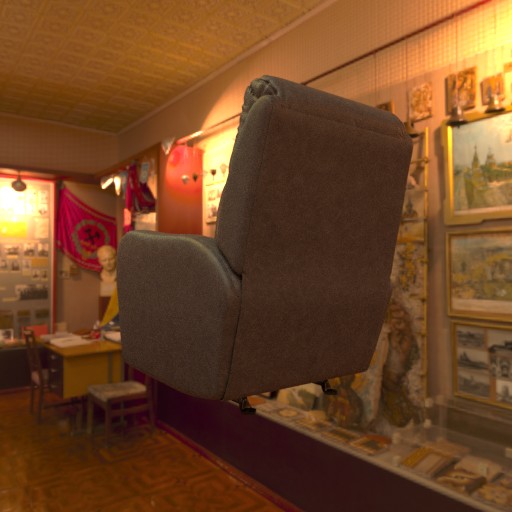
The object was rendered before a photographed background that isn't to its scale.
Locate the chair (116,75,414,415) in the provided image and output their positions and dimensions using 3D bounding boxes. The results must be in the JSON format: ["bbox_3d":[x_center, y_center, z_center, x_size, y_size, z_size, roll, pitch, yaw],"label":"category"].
[{"bbox_3d":[0.000,0.000,1.819,0.865,1.067,1.067,1,-1,-36],"label":"chair"}]
